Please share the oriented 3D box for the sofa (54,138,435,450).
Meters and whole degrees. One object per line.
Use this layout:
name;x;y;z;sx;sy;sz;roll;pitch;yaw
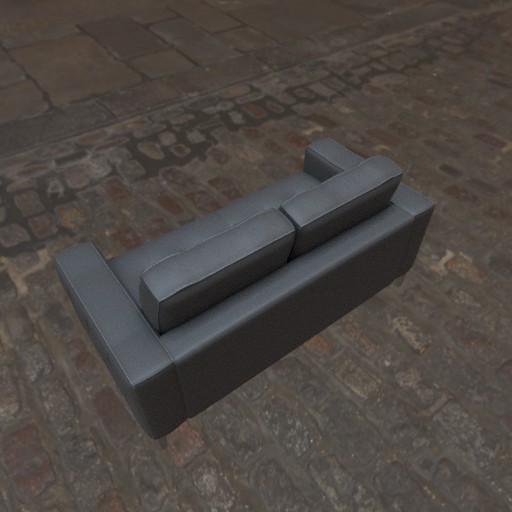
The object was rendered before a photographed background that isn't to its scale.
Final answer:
sofa;0.000;0.000;2.254;1.726;0.893;0.833;-28;52;-25
